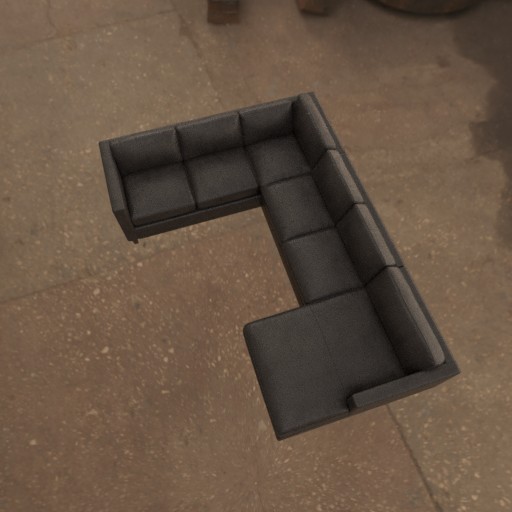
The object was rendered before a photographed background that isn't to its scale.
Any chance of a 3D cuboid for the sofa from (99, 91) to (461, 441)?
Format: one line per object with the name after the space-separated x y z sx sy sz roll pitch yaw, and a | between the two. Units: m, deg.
0.000 0.000 4.395 2.452 0.891 3.324 -16 64 -8 | sofa
